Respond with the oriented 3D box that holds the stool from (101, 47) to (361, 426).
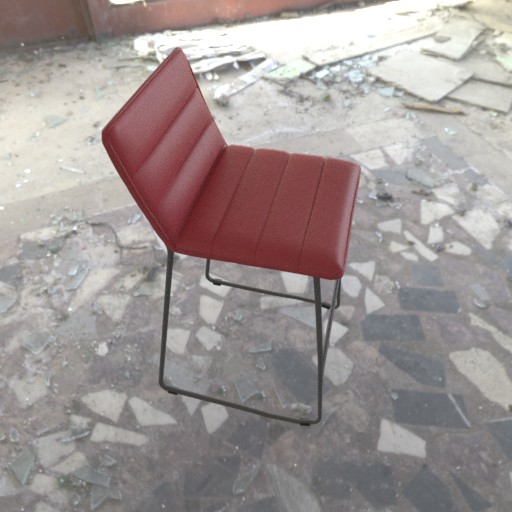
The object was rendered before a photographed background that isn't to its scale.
[{"bbox_3d":[0.000,0.000,1.213,0.524,0.937,0.489,11,49,10],"label":"stool"}]
